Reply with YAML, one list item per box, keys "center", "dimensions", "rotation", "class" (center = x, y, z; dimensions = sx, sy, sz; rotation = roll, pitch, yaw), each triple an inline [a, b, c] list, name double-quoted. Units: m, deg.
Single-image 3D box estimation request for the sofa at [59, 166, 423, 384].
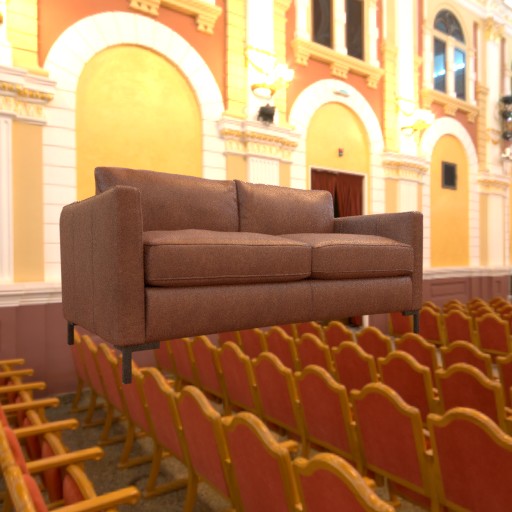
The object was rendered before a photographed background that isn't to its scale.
- center: [0.000, 0.000, 2.345]
  dimensions: [1.797, 0.883, 0.899]
  rotation: [0, 0, -36]
  class: "sofa"
